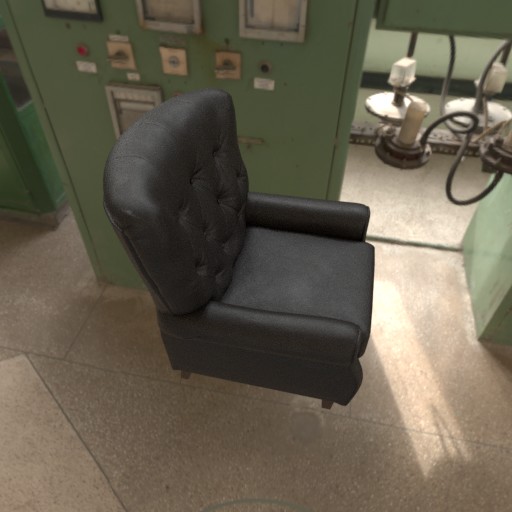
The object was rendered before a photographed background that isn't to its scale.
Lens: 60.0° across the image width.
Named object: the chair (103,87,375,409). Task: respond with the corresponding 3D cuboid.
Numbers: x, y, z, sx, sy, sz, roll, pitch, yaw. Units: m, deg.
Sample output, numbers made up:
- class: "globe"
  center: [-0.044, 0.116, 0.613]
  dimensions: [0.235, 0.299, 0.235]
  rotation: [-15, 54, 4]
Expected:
- class: "chair"
  center: [0.000, 0.000, 1.953]
  dimensions: [1.058, 1.158, 0.948]
  rotation: [9, 46, 9]
